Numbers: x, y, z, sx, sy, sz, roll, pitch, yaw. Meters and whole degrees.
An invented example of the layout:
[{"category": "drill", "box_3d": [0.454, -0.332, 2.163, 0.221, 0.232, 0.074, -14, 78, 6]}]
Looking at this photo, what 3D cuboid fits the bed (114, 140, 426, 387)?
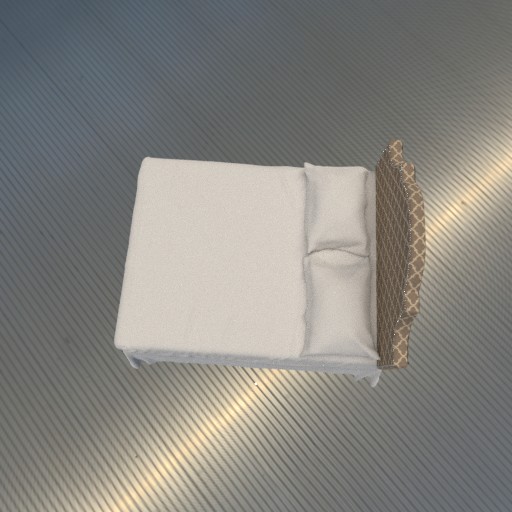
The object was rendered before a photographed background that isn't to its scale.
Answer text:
[{"category": "bed", "box_3d": [0.000, 0.000, 3.356, 2.222, 1.633, 1.780, 4, 74, 1]}]
